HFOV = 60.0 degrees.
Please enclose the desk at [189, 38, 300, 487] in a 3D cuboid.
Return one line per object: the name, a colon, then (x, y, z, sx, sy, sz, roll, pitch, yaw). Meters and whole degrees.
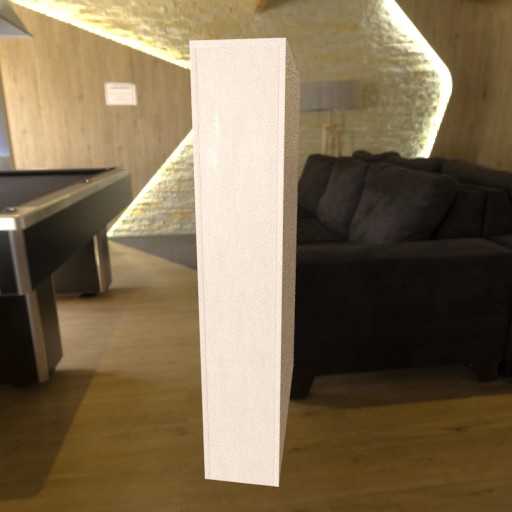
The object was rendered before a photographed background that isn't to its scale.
desk: (0.000, 0.000, 1.589, 0.250, 1.280, 0.750, 2, 15, 8)
